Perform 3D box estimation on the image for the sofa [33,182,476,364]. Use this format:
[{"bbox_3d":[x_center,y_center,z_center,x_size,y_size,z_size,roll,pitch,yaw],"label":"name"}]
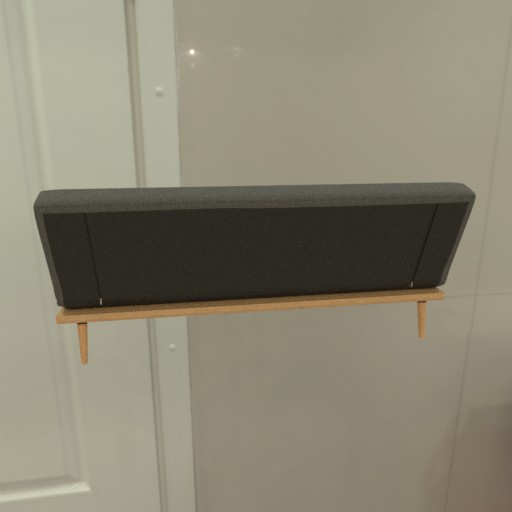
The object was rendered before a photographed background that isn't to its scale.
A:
[{"bbox_3d":[0.000,0.000,2.223,1.820,0.770,0.820,-2,15,-9],"label":"sofa"}]
